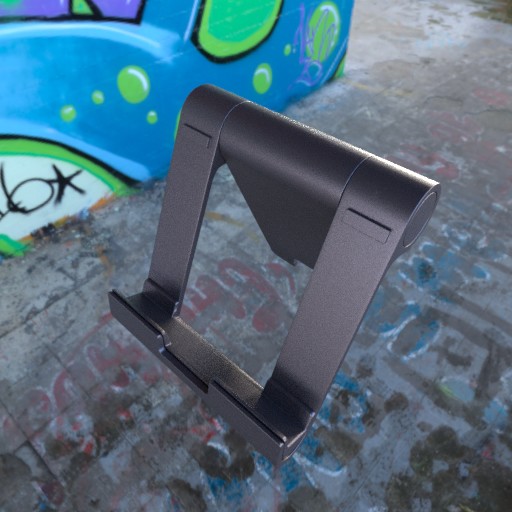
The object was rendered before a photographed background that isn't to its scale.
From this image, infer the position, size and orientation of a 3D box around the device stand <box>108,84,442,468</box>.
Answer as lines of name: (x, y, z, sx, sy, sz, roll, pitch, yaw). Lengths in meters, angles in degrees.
device stand: (0.000, 0.000, 0.154, 0.088, 0.084, 0.079, 33, 54, 28)
